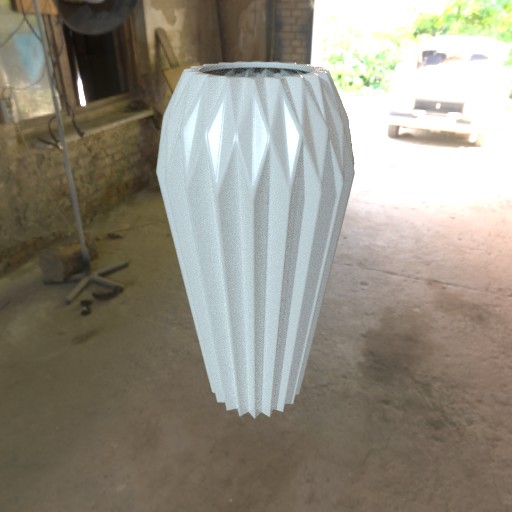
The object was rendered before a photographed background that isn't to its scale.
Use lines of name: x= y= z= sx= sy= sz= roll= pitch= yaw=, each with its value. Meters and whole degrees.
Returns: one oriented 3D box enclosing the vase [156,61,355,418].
vase: x=0.000 y=0.000 z=0.336 sx=0.133 sy=0.263 sz=0.133 roll=0 pitch=30 yaw=0
